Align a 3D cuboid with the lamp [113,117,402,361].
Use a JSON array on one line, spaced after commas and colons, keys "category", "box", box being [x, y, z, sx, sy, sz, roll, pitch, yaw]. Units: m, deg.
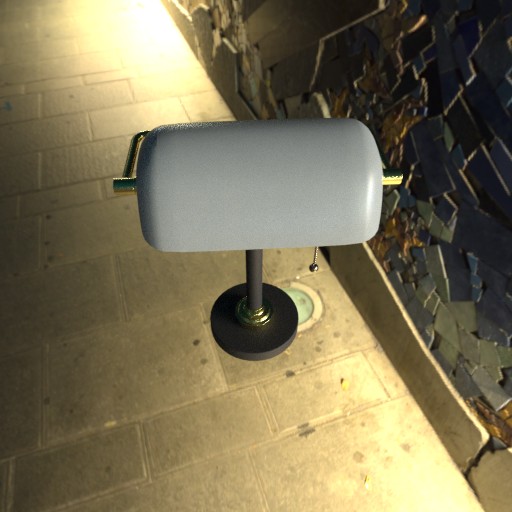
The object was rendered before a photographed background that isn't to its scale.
[{"category": "lamp", "box": [0.000, 0.000, 0.561, 0.269, 0.404, 0.227, -3, 46, -3]}]
